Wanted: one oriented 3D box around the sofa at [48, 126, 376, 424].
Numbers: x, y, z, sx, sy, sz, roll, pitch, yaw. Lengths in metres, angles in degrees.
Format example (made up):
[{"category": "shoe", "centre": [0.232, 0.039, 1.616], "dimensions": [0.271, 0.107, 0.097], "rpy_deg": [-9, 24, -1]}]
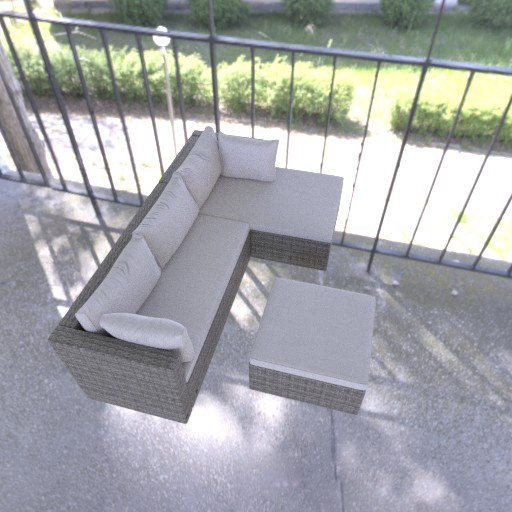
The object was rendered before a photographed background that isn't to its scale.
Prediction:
[{"category": "sofa", "centre": [0.000, 0.000, 3.052], "dimensions": [1.662, 0.766, 2.192], "rpy_deg": [11, 46, 10]}]
